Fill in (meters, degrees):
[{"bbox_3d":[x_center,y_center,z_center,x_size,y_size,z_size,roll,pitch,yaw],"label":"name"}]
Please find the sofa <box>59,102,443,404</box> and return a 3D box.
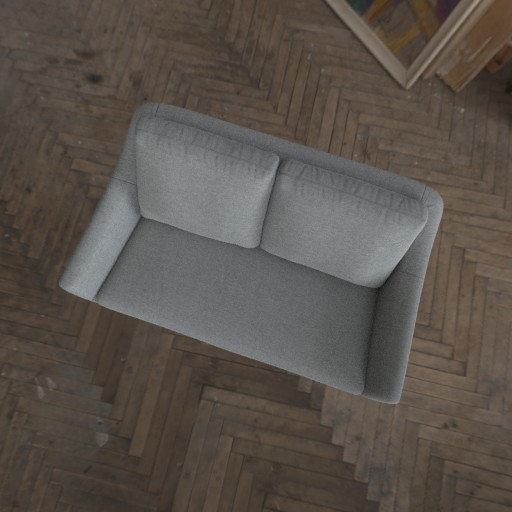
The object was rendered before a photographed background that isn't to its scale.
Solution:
[{"bbox_3d":[0.000,0.000,2.218,1.619,0.904,0.960,18,77,4],"label":"sofa"}]
